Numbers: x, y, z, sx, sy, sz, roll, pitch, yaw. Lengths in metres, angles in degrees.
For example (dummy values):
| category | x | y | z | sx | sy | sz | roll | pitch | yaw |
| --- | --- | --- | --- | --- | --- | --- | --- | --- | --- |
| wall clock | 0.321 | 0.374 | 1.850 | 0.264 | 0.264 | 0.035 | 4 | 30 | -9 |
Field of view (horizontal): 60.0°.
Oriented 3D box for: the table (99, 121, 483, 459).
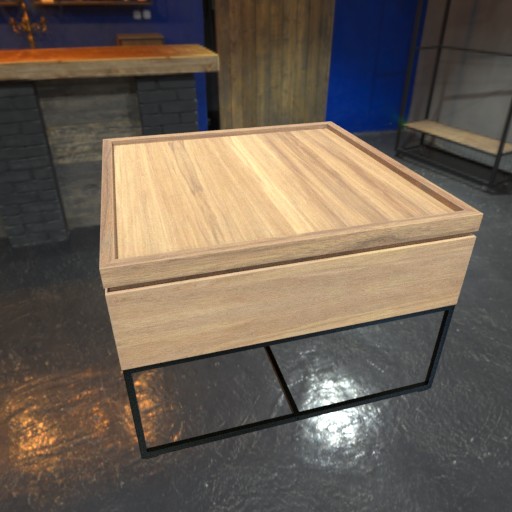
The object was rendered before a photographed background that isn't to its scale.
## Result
| category | x | y | z | sx | sy | sz | roll | pitch | yaw |
| --- | --- | --- | --- | --- | --- | --- | --- | --- | --- |
| table | 0.000 | 0.000 | 1.133 | 0.676 | 0.464 | 0.679 | -8 | 32 | -14 |
